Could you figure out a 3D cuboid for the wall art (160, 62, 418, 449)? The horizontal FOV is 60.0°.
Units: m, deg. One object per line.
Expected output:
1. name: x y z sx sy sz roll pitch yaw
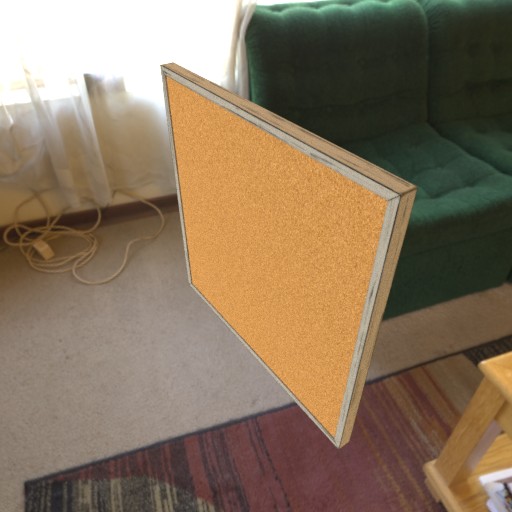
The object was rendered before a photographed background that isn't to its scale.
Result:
1. wall art: 0.000 0.000 1.131 0.037 0.761 0.761 -25 46 -27
